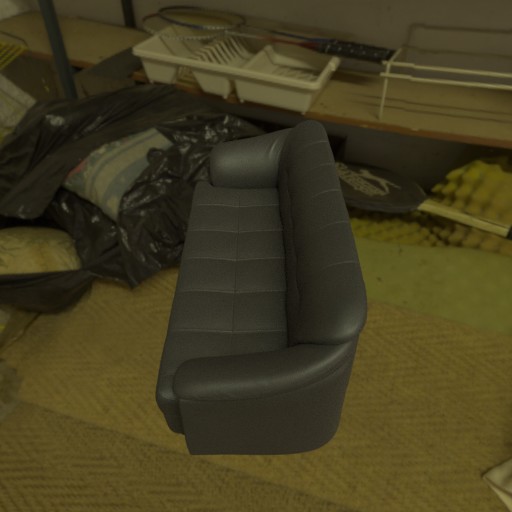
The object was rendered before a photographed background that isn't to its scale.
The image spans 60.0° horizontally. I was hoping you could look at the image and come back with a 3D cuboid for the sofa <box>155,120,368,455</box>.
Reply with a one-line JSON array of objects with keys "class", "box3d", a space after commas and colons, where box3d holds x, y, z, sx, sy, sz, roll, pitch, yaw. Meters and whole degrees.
[{"class": "sofa", "box3d": [0.000, 0.000, 2.282, 0.800, 0.811, 1.829, 0, 41, 0]}]
